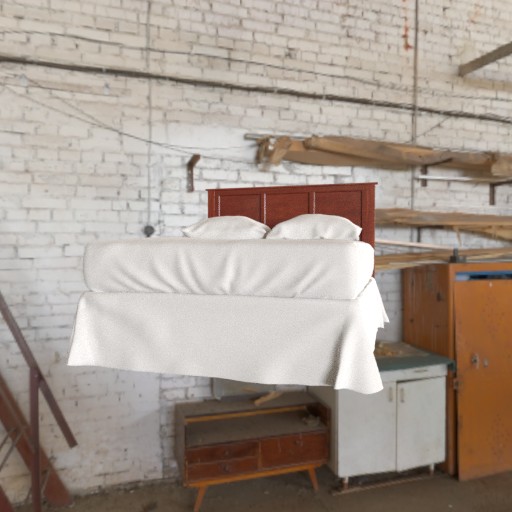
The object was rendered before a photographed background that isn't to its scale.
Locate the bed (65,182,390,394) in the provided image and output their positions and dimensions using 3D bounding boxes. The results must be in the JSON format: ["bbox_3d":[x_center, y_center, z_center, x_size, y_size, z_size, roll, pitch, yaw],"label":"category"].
[{"bbox_3d":[0.000,0.000,3.243,1.870,1.270,2.050,0,1,17],"label":"bed"}]
